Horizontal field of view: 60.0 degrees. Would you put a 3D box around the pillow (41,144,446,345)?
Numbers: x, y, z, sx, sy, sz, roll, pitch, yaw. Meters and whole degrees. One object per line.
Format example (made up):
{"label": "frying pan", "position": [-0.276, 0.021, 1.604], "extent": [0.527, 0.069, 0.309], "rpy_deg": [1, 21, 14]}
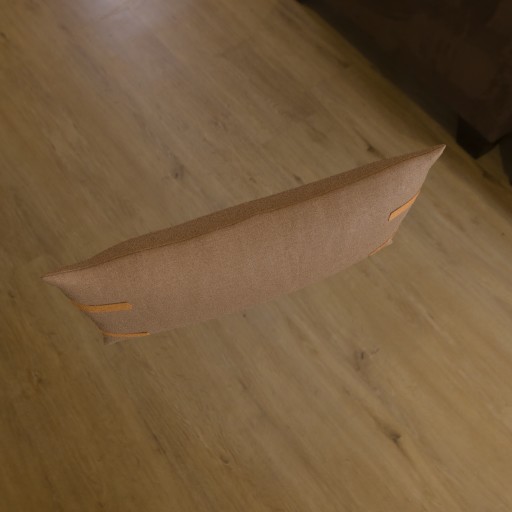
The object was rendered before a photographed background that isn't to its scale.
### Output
{"label": "pillow", "position": [0.000, 0.000, 0.748], "extent": [0.612, 0.308, 0.148], "rpy_deg": [-19, 65, -9]}
